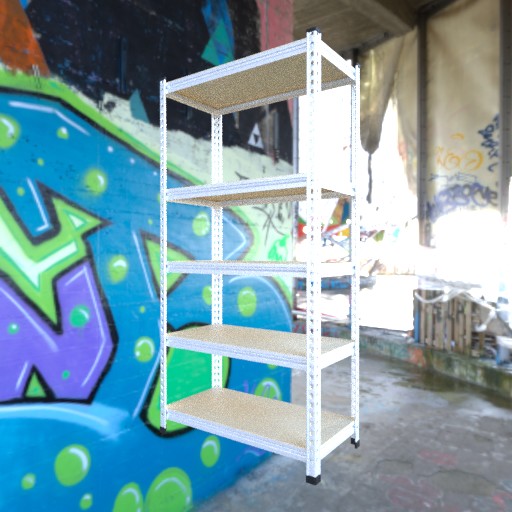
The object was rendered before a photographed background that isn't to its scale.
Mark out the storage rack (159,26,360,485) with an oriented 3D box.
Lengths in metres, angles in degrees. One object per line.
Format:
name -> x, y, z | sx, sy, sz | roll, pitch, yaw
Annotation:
storage rack -> 0.000, 0.000, 2.214 | 0.914, 1.829, 0.457 | 0, 0, 36
